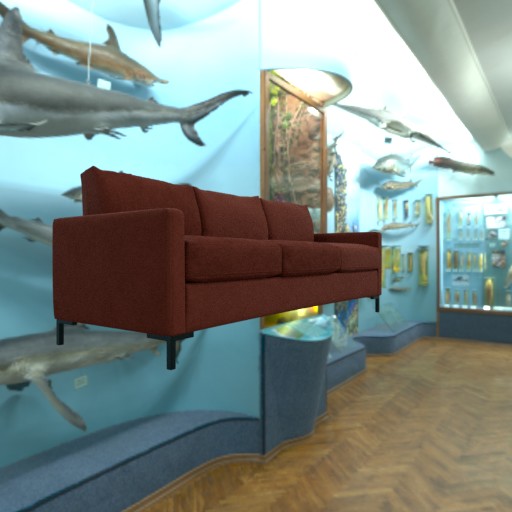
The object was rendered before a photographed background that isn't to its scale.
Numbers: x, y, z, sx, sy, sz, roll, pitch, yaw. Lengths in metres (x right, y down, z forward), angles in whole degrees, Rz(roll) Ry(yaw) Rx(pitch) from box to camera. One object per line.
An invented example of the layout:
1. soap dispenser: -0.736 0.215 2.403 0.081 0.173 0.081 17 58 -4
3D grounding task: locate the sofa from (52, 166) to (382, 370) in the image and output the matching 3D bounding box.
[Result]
1. sofa: 0.000 0.000 2.818 0.875 0.879 2.252 0 0 36
